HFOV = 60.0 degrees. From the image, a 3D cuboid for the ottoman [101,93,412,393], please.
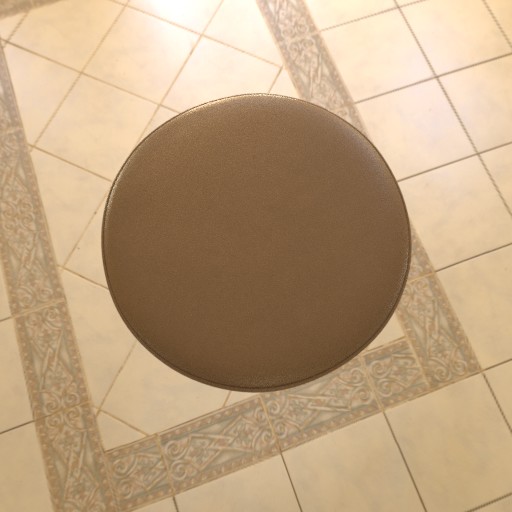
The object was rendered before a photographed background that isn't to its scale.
[{"bbox_3d":[0.000,0.000,0.868,0.500,0.409,0.500,0,75,0],"label":"ottoman"}]
